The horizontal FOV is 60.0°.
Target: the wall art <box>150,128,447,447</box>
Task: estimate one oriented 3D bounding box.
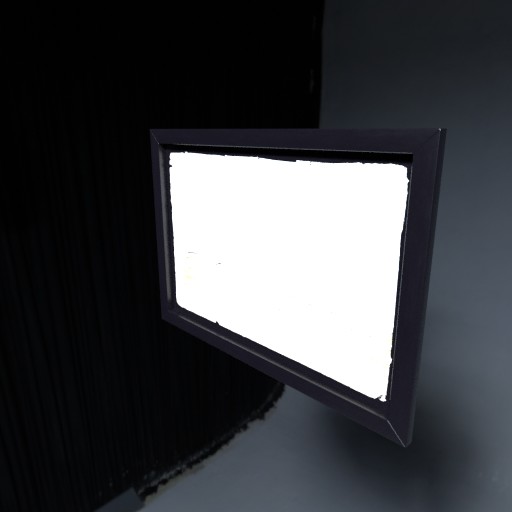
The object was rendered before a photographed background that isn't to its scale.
[{"bbox_3d":[0.000,0.000,0.556,0.013,0.306,0.440,-15,22,-42],"label":"wall art"}]
